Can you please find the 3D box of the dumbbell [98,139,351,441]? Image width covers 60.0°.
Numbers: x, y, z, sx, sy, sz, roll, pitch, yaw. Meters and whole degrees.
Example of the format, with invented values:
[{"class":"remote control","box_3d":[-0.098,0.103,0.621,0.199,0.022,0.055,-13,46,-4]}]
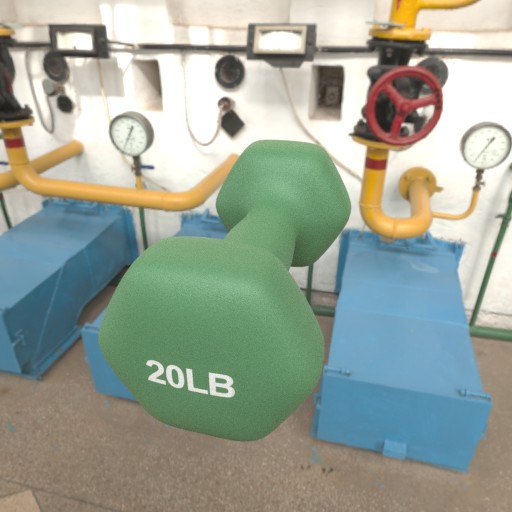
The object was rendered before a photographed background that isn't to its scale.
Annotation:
[{"class":"dumbbell","box_3d":[0.000,0.000,0.326,0.126,0.114,0.257,8,31,13]}]
